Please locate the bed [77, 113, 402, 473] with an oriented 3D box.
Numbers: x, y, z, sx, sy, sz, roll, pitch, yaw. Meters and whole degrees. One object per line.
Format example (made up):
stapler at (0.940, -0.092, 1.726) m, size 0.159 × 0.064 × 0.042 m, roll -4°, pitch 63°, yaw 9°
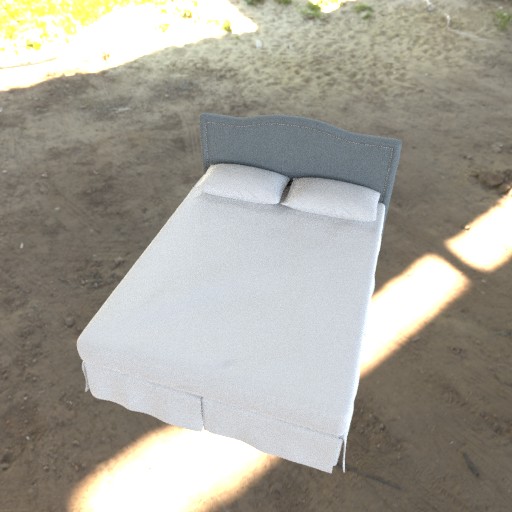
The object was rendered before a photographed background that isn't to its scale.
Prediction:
bed at (0.000, 0.000, 3.893) m, size 2.161 × 1.457 × 2.689 m, roll 12°, pitch 43°, yaw 13°
